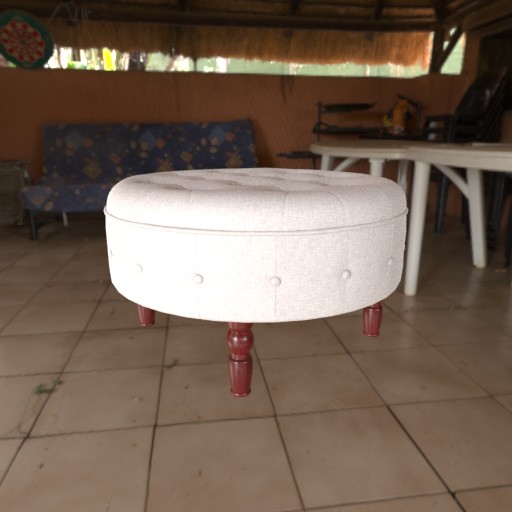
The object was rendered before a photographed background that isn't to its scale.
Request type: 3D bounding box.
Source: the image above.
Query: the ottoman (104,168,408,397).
[{"bbox_3d":[0.000,0.000,1.345,0.849,0.478,0.849,0,15,0],"label":"ottoman"}]
